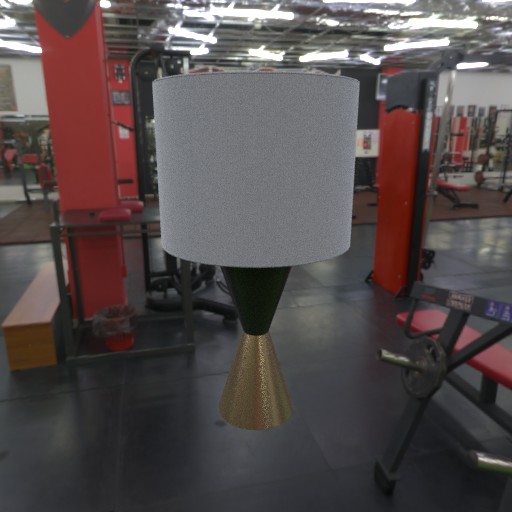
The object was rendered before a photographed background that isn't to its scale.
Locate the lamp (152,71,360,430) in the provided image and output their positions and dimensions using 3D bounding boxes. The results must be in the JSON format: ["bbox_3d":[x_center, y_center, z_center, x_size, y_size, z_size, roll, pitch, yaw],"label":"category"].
[{"bbox_3d":[0.000,0.000,0.738,0.304,0.573,0.304,-3,16,-11],"label":"lamp"}]
